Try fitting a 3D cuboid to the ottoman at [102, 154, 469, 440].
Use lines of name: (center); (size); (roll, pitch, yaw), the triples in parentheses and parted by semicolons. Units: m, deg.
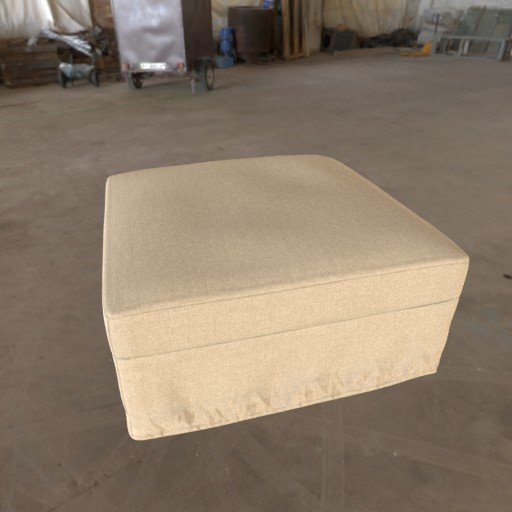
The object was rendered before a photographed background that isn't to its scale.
ottoman: (0.000, 0.000, 1.350); (0.843, 0.436, 0.840); (-8, 31, -14)
